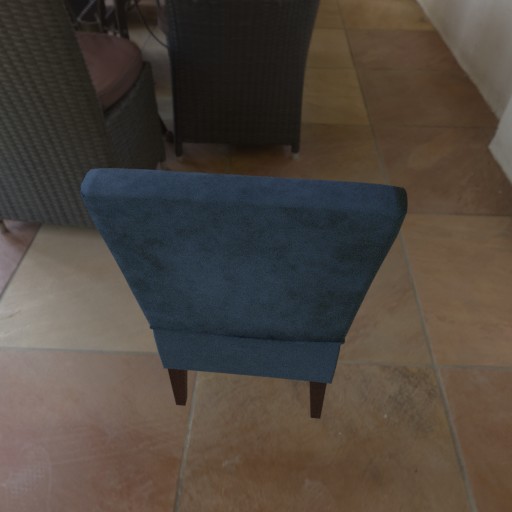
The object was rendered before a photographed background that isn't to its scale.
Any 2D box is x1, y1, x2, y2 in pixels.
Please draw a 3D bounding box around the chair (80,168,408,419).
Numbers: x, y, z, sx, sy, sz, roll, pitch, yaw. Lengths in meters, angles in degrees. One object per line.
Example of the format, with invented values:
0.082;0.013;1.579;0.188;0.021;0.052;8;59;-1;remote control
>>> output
0.000;0.000;1.149;0.521;0.806;0.551;4;46;4;chair
